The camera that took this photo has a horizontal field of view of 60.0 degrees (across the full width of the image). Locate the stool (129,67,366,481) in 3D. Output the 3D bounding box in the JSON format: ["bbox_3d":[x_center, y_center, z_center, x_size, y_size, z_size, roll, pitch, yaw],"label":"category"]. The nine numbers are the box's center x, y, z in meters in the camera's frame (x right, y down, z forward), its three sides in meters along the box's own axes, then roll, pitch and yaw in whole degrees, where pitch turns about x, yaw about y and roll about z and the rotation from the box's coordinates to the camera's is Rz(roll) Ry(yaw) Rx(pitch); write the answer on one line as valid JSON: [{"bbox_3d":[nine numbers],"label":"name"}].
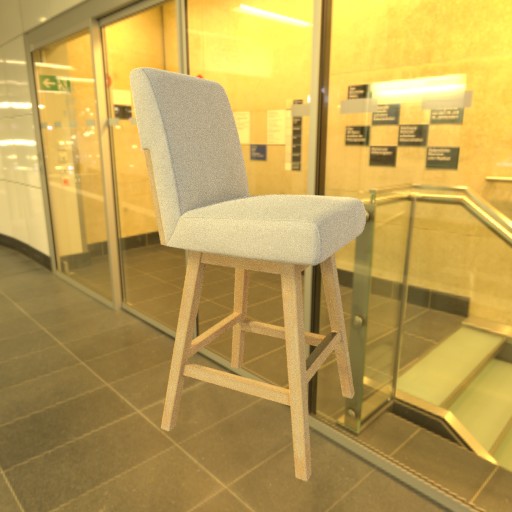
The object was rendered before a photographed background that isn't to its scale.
[{"bbox_3d":[0.000,0.000,1.289,0.543,1.015,0.446,7,16,26],"label":"stool"}]
